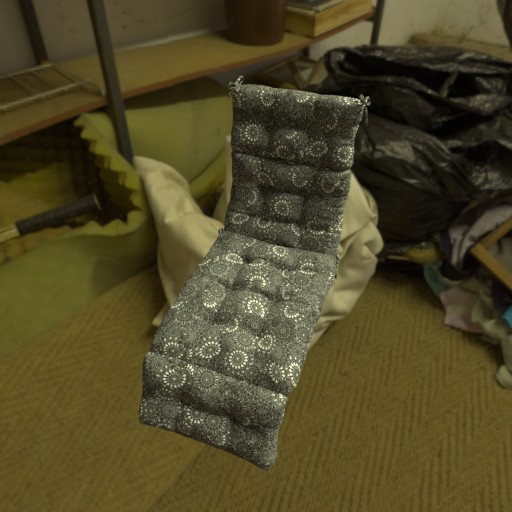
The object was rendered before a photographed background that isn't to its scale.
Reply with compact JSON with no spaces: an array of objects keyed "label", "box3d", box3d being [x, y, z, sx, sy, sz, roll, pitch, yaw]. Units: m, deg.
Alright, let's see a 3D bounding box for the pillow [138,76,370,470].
[{"label":"pillow","box3d":[0.000,0.000,1.521,0.526,0.863,1.016,14,43,15]}]
